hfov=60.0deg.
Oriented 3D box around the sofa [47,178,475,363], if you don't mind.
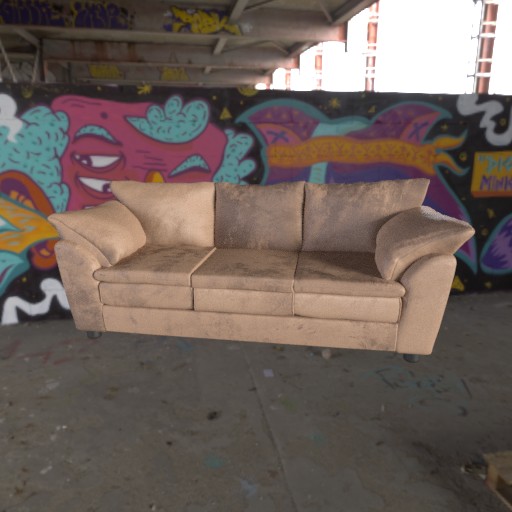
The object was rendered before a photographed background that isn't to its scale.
[{"bbox_3d":[0.000,0.000,2.858,2.377,0.981,0.893,2,14,9],"label":"sofa"}]
